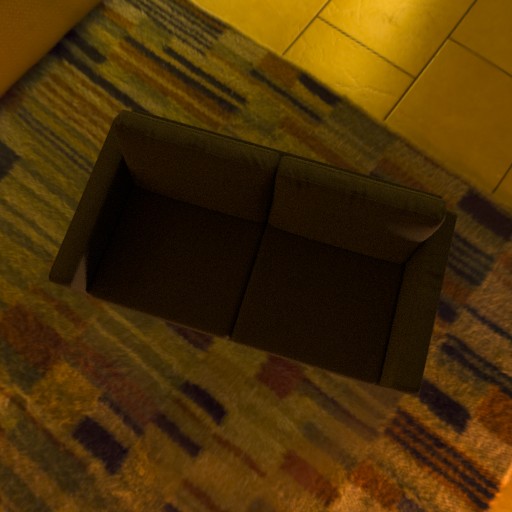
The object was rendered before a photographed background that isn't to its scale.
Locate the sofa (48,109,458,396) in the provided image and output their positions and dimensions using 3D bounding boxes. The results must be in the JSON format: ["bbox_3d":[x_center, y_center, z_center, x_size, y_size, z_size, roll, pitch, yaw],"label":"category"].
[{"bbox_3d":[0.000,0.000,2.250,1.730,0.897,0.889,17,77,4],"label":"sofa"}]
